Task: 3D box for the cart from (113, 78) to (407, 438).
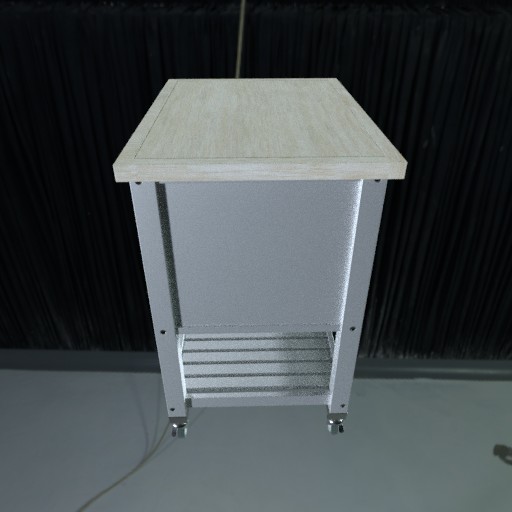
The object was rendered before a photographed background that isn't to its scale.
[{"bbox_3d":[0.000,0.000,1.408,0.559,0.914,0.762,-1,33,-1],"label":"cart"}]
